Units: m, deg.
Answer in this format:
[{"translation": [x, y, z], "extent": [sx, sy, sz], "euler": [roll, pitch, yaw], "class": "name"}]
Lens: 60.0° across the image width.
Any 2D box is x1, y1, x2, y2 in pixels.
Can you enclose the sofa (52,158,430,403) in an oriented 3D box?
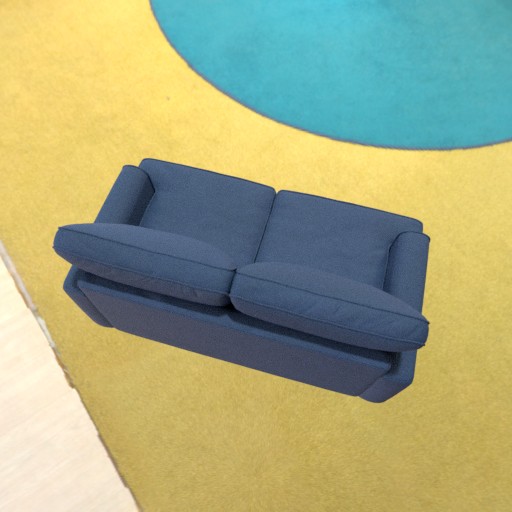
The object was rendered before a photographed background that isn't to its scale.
[{"translation": [0.000, 0.000, 2.255], "extent": [1.651, 0.965, 0.965], "euler": [14, 64, 7], "class": "sofa"}]
